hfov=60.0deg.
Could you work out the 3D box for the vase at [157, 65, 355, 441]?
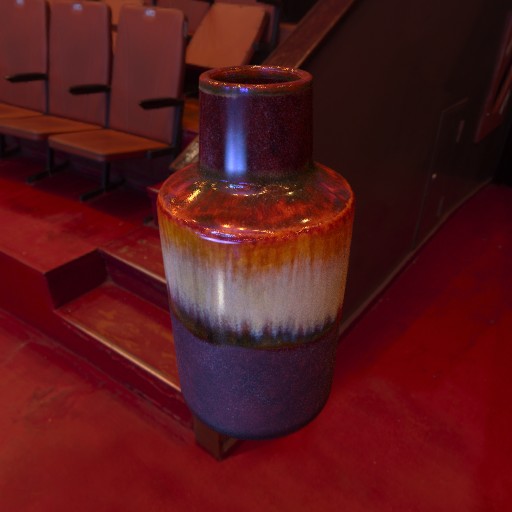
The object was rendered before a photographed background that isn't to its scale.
[{"bbox_3d":[0.000,0.000,0.264,0.108,0.204,0.108,0,32,0],"label":"vase"}]
